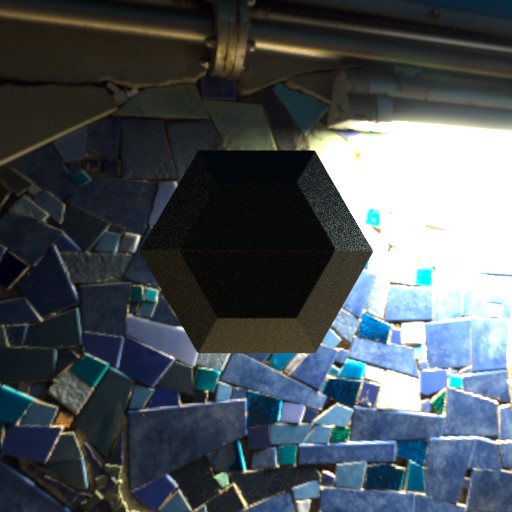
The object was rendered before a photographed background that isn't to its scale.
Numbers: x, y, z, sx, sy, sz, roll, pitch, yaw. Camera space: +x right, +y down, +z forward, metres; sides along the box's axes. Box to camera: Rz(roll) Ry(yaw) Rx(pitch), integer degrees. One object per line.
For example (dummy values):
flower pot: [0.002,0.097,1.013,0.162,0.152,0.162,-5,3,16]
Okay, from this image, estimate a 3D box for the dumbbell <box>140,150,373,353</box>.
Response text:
dumbbell: [0.000,0.000,0.451,0.157,0.137,0.361,0,-1,0]
